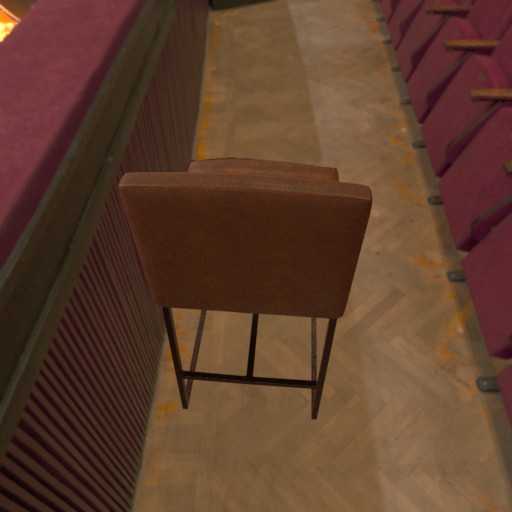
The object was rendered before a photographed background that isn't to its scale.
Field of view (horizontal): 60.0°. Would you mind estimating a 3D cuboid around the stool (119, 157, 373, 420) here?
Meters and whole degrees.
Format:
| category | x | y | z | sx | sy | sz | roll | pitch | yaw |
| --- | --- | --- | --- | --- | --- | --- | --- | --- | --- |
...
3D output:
| category | x | y | z | sx | sy | sz | roll | pitch | yaw |
| --- | --- | --- | --- | --- | --- | --- | --- | --- | --- |
| stool | 0.000 | 0.000 | 1.269 | 0.463 | 0.942 | 0.562 | 4 | 48 | 3 |
